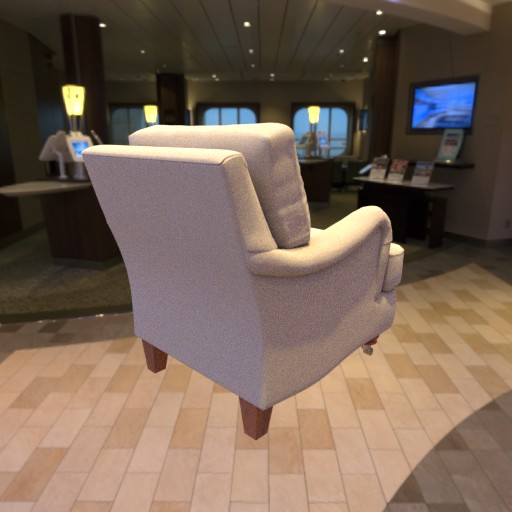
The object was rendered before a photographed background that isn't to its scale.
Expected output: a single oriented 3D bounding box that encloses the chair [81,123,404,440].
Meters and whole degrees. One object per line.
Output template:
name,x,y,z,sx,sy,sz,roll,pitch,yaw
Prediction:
chair,0.000,0.000,1.897,0.895,1.076,1.078,15,21,43
